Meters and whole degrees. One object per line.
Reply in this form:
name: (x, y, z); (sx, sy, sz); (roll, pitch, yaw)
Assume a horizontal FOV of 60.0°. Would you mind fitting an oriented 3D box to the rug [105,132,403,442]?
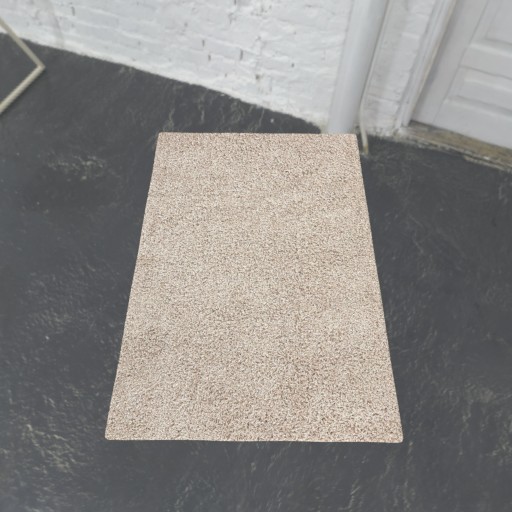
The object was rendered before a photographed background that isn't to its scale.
rug: (0.000, 0.000, 2.276); (1.219, 0.030, 1.778); (1, 58, 0)
